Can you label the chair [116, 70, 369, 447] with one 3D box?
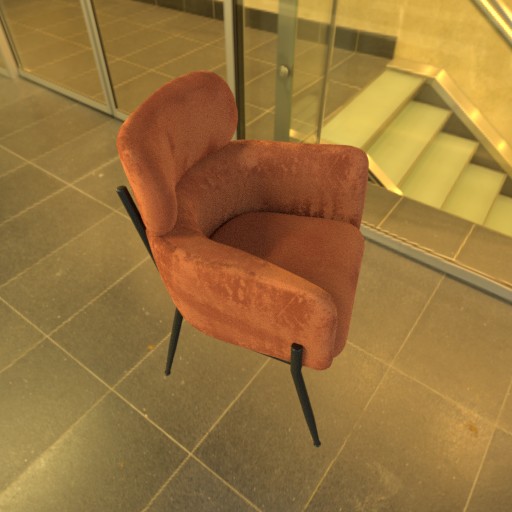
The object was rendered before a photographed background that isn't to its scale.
[{"bbox_3d":[0.000,0.000,1.128,0.523,0.772,0.561,12,46,12],"label":"chair"}]
